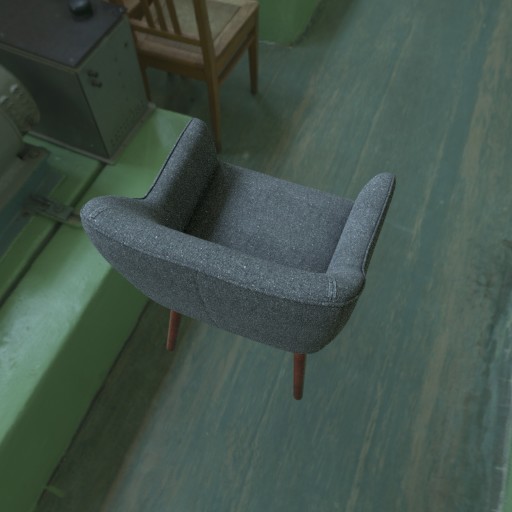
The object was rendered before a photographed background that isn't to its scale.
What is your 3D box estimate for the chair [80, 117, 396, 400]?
[{"bbox_3d":[0.000,0.000,1.124,0.543,0.803,0.519,18,63,10],"label":"chair"}]
